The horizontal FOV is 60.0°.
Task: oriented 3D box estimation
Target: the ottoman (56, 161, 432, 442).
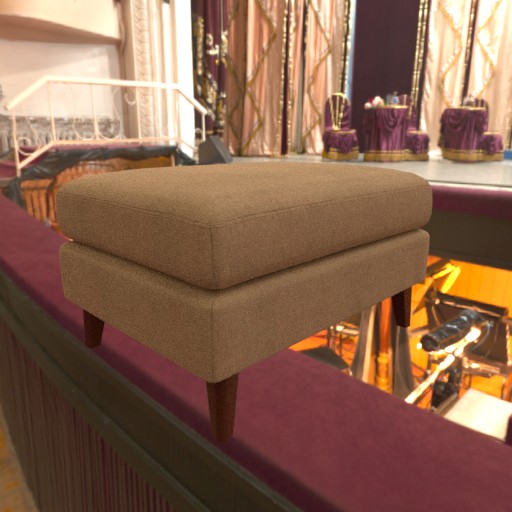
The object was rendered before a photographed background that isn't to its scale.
[{"bbox_3d":[0.000,0.000,1.199,0.610,0.478,0.823,14,21,43],"label":"ottoman"}]
